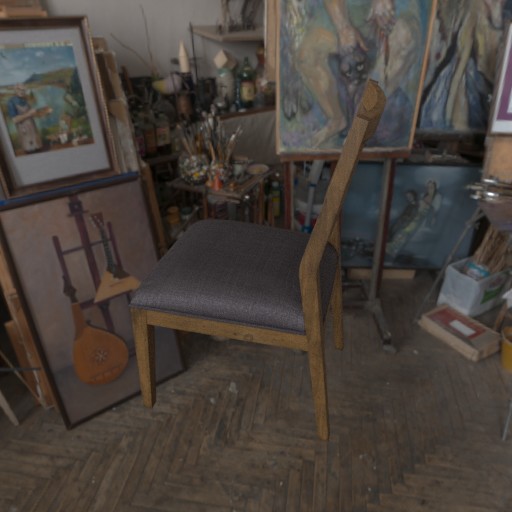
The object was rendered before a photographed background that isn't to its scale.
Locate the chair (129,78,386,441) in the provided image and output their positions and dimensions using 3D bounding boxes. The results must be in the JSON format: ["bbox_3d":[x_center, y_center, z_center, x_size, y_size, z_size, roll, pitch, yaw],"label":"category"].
[{"bbox_3d":[0.000,0.000,1.305,0.610,0.939,0.501,8,32,13],"label":"chair"}]
